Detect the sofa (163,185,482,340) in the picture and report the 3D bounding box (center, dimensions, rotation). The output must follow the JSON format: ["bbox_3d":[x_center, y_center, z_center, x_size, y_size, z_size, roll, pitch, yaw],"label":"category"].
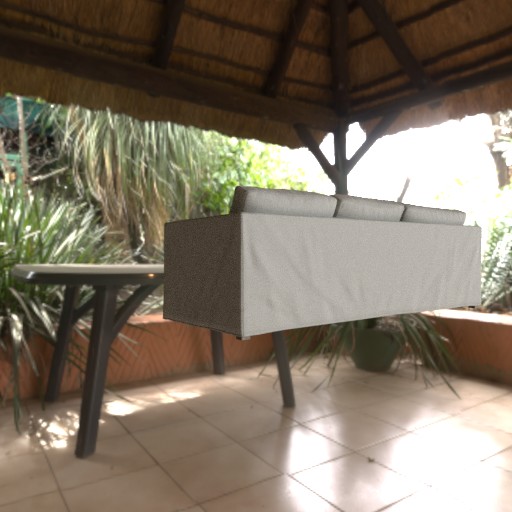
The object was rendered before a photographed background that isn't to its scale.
[{"bbox_3d":[0.000,0.000,4.309,2.432,0.871,3.182,0,1,-35],"label":"sofa"}]
